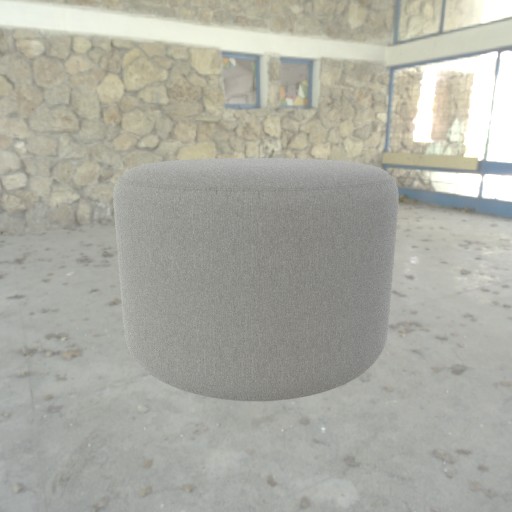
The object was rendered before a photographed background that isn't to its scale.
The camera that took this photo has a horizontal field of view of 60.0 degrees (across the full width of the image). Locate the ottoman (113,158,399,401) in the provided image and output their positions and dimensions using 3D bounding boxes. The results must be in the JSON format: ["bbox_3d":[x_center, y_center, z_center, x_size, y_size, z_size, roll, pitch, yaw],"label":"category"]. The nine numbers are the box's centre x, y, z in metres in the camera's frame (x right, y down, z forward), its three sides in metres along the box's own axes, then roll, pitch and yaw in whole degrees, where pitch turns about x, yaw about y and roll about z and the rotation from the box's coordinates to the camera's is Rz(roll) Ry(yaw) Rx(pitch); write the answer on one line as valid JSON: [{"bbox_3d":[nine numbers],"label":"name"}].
[{"bbox_3d":[0.000,0.000,1.024,0.608,0.433,0.608,0,15,0],"label":"ottoman"}]
